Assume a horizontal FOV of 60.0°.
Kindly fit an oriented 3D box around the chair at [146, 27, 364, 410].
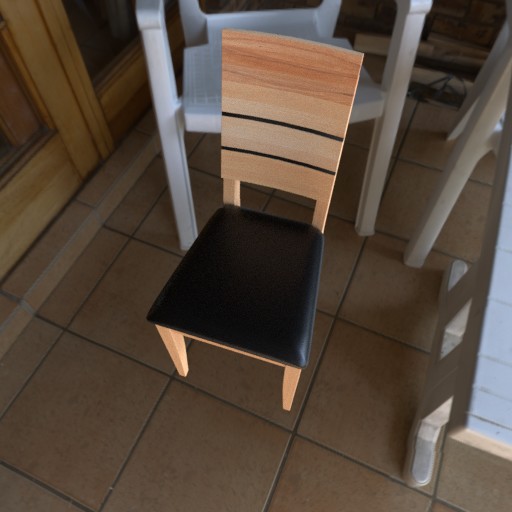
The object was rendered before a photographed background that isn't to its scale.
[{"bbox_3d":[0.000,0.000,1.183,0.410,0.940,0.520,15,59,9],"label":"chair"}]
